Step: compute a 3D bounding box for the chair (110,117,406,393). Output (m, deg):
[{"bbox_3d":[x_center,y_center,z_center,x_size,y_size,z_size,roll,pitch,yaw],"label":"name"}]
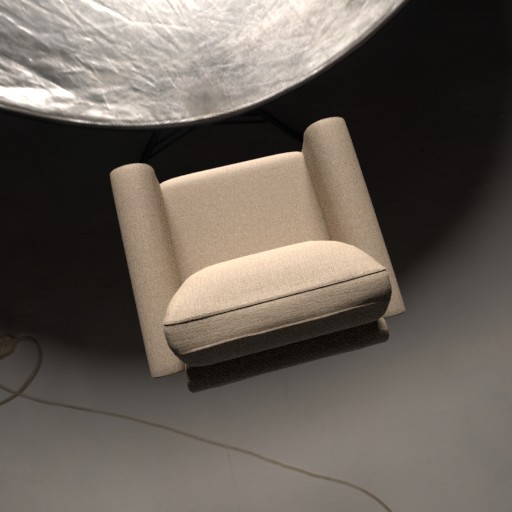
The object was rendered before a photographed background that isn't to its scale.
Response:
[{"bbox_3d":[0.000,0.000,2.341,1.275,1.349,1.180,-14,76,-3],"label":"chair"}]
